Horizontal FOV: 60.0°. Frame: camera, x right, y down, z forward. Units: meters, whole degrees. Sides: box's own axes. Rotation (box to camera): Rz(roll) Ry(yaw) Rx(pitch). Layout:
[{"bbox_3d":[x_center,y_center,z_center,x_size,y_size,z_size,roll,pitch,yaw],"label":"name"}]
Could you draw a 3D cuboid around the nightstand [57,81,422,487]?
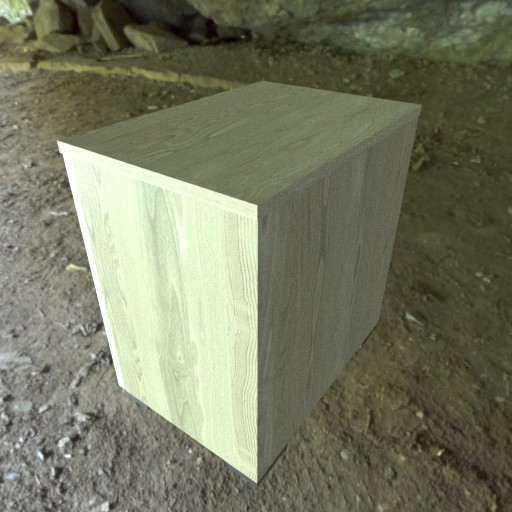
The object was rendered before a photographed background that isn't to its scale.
[{"bbox_3d":[0.000,0.000,0.755,0.325,0.461,0.442,22,39,30],"label":"nightstand"}]
